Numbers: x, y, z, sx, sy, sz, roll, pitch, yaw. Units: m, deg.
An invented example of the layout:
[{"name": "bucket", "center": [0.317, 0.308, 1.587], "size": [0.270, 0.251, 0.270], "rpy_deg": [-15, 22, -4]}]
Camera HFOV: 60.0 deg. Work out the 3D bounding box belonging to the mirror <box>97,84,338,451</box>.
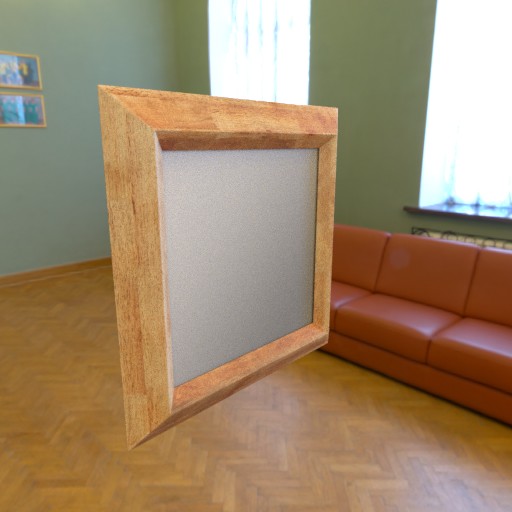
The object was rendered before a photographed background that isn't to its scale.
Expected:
[{"name": "mirror", "center": [0.000, 0.000, 0.968], "size": [0.047, 0.651, 0.651], "rpy_deg": [13, 19, 42]}]
